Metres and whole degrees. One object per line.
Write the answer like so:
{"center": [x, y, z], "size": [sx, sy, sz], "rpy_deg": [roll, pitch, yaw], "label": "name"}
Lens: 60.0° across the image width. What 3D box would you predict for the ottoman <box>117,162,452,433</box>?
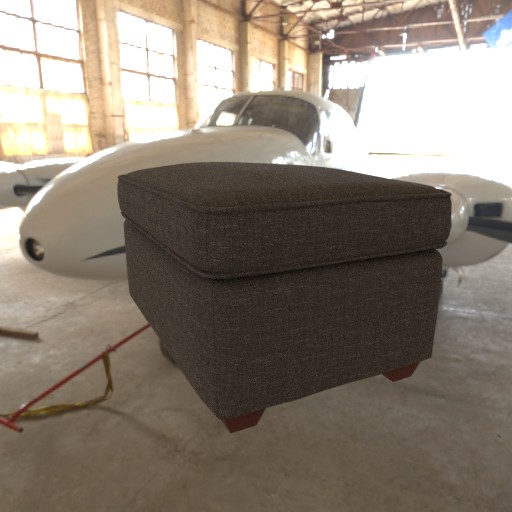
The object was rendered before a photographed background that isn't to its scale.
{"center": [0.000, 0.000, 1.113], "size": [0.549, 0.450, 0.749], "rpy_deg": [-7, 17, -26], "label": "ottoman"}
